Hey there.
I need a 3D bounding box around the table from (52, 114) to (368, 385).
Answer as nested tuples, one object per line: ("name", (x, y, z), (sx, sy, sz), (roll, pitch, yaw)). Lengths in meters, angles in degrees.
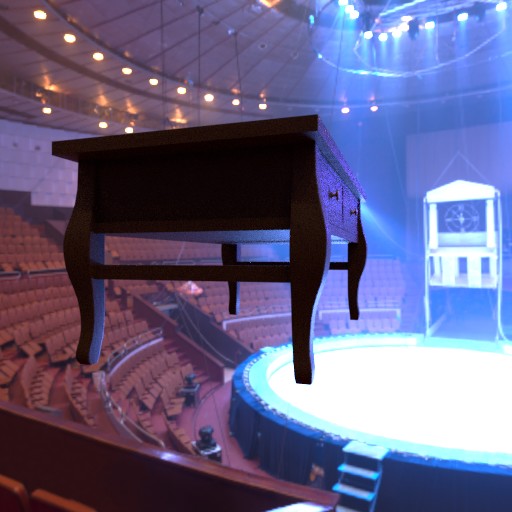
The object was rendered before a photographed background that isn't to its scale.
("table", (0.000, 0.000, 1.373), (0.600, 0.494, 1.062), (0, 0, 18))
